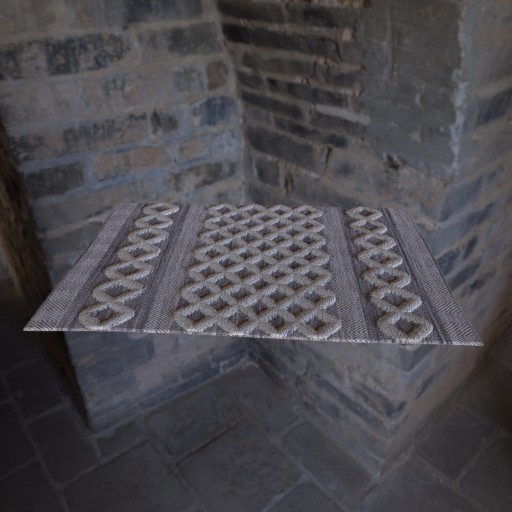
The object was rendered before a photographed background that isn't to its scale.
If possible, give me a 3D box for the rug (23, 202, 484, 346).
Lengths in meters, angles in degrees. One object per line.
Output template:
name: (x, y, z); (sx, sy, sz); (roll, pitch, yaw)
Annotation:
rug: (0.000, 0.000, 2.258); (1.823, 0.030, 1.222); (1, 32, 2)
